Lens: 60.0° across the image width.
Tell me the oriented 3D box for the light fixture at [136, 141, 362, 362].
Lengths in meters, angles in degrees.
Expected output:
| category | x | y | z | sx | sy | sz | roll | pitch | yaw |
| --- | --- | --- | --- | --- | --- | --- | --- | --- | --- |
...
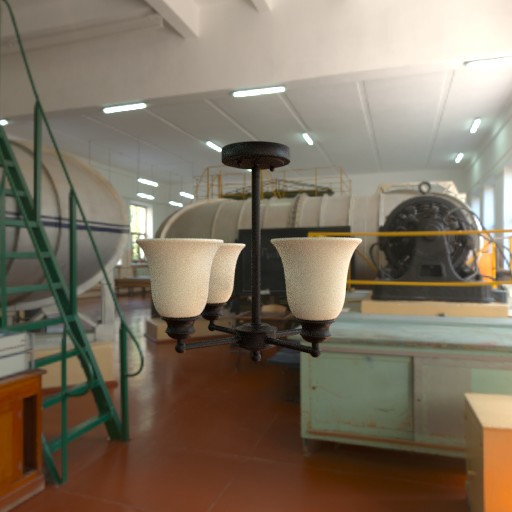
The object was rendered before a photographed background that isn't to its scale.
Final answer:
| category | x | y | z | sx | sy | sz | roll | pitch | yaw |
| --- | --- | --- | --- | --- | --- | --- | --- | --- | --- |
| light fixture | 0.000 | 0.000 | 1.935 | 1.069 | 0.925 | 1.069 | 0 | 0 | -37 |
